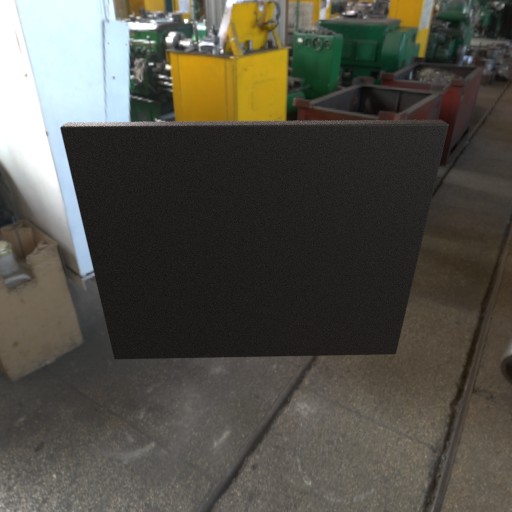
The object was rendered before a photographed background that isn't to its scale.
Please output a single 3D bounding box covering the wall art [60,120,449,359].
[{"bbox_3d":[0.000,0.000,0.766,0.558,0.457,0.031,-1,32,-1],"label":"wall art"}]
